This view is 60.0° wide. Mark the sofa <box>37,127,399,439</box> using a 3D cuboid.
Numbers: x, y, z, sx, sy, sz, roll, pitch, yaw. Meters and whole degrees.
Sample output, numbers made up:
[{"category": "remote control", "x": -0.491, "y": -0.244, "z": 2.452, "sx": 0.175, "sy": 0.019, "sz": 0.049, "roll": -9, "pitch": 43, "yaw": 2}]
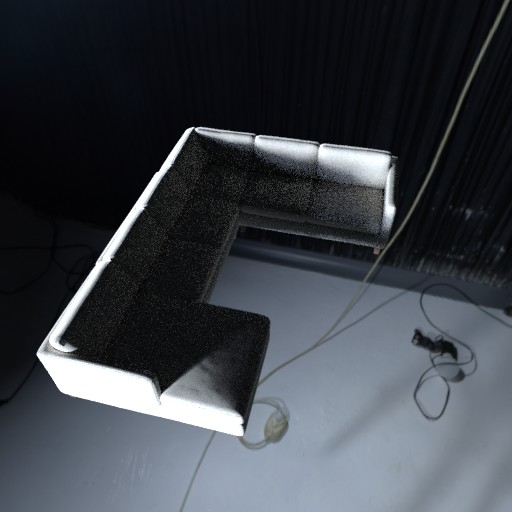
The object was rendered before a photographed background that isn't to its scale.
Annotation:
[{"category": "sofa", "x": 0.000, "y": 0.000, "z": 4.267, "sx": 2.551, "sy": 0.853, "sz": 3.238, "roll": 10, "pitch": 47, "yaw": 9}]
